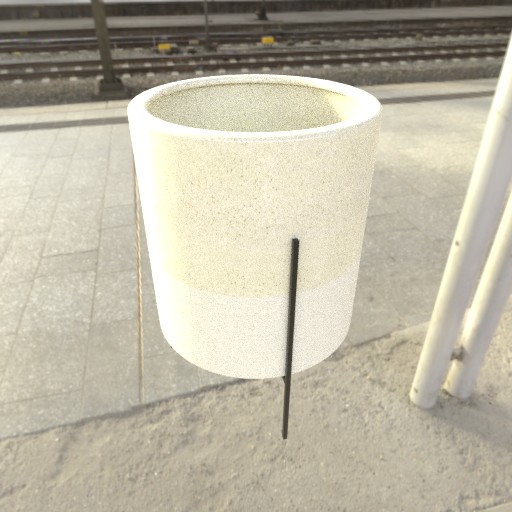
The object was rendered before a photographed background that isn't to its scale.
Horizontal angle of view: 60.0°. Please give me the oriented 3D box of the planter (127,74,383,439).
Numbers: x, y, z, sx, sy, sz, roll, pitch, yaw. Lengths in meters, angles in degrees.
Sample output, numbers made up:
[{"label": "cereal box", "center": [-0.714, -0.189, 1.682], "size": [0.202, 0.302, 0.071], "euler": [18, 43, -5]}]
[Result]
[{"label": "planter", "center": [0.000, 0.000, 0.703], "size": [0.324, 0.483, 0.333], "euler": [-9, 34, -14]}]
